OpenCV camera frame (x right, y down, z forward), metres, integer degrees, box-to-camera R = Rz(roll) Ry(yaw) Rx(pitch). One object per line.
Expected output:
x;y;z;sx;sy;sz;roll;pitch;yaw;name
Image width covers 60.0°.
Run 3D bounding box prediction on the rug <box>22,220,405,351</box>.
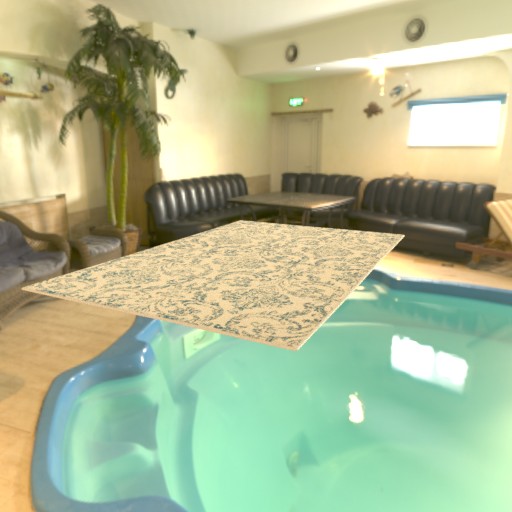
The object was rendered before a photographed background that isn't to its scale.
0.000;0.000;3.491;1.819;0.018;2.746;7;16;26;rug
